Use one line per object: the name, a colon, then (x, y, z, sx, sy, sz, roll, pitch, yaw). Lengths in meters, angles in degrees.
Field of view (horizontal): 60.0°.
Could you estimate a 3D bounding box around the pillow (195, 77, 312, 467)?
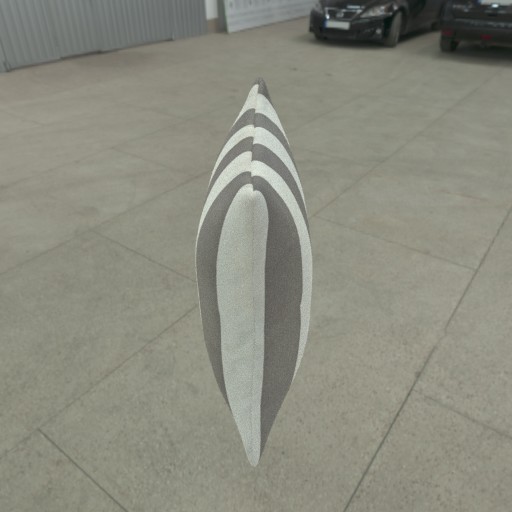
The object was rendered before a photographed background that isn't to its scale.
pillow: (0.000, 0.000, 0.811, 0.192, 0.507, 0.522, 1, 35, 1)
